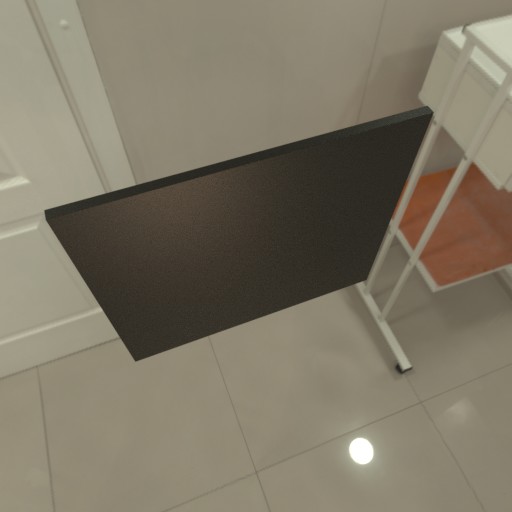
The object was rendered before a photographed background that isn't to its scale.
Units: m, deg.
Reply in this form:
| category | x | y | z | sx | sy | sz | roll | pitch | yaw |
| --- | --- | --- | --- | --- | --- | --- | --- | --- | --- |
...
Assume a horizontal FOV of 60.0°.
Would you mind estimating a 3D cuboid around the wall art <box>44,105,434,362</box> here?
| category | x | y | z | sx | sy | sz | roll | pitch | yaw |
| --- | --- | --- | --- | --- | --- | --- | --- | --- | --- |
| wall art | 0.000 | 0.000 | 0.550 | 0.383 | 0.332 | 0.012 | -18 | 58 | -12 |
